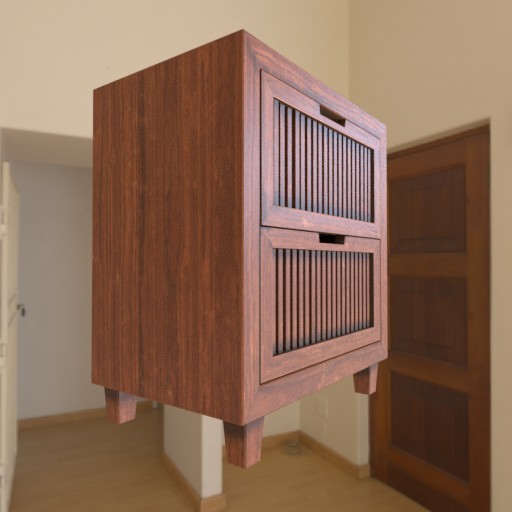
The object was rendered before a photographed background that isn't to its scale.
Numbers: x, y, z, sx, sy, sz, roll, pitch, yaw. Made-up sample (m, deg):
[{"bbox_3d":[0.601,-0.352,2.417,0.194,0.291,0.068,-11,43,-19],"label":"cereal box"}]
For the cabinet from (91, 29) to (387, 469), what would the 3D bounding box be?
[{"bbox_3d":[0.000,0.000,1.045,0.410,0.695,0.607,-1,-1,37],"label":"cabinet"}]
